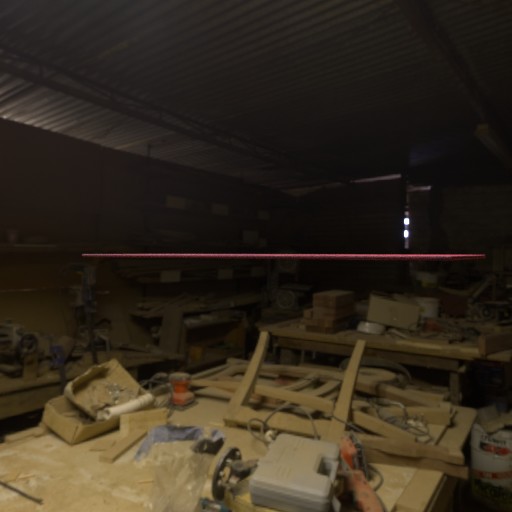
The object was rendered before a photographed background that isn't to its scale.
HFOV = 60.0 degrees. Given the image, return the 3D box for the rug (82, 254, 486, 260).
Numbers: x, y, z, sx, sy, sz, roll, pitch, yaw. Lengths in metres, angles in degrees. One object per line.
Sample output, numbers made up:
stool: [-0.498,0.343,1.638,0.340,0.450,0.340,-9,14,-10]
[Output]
rug: [0.000,0.000,2.743,2.439,0.018,0.813,0,1,35]
